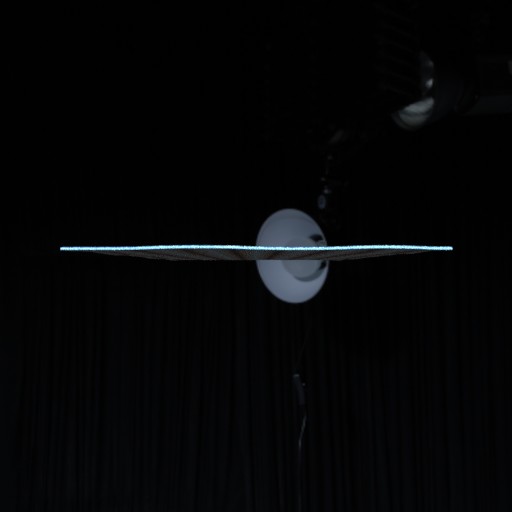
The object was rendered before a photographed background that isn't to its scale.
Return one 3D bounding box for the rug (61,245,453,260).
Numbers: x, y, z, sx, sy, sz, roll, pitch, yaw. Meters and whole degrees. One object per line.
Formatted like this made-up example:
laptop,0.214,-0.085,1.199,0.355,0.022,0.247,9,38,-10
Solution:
rug,0.000,0.000,2.250,1.195,0.014,1.847,0,-2,0
